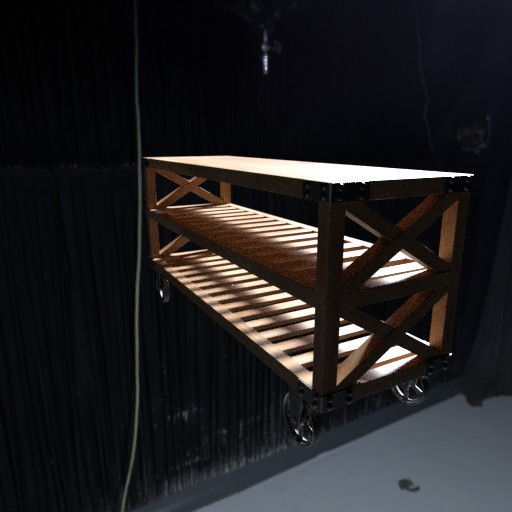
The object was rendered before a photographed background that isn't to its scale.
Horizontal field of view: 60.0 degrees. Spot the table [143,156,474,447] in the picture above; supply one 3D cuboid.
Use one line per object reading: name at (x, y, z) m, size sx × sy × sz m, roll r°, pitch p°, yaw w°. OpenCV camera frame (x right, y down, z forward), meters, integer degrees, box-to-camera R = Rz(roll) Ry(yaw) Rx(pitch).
table at (0.000, 0.000, 1.736) m, size 0.467 × 0.711 × 1.487 m, roll -8°, pitch 17°, yaw -28°
